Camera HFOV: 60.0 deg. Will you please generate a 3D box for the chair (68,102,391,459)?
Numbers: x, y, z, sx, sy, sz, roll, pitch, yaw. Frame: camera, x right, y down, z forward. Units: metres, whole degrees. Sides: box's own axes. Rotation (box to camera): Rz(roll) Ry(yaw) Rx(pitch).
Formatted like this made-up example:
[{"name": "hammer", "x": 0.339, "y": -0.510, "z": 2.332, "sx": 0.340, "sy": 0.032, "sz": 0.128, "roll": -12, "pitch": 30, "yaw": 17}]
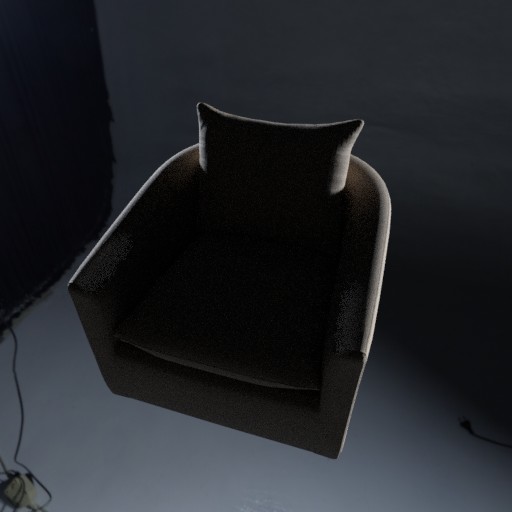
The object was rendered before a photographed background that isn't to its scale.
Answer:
[{"name": "chair", "x": 0.000, "y": 0.000, "z": 1.554, "sx": 0.845, "sy": 0.848, "sz": 0.910, "roll": 11, "pitch": 40, "yaw": 14}]
